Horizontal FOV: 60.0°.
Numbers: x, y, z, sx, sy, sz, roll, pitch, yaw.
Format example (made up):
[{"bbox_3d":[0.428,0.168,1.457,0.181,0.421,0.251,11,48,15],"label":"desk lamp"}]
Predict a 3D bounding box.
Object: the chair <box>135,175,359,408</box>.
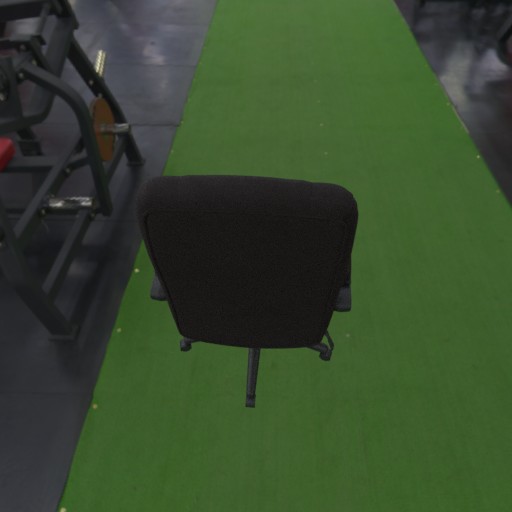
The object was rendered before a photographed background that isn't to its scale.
[{"bbox_3d":[0.000,0.000,1.586,0.667,1.105,0.724,3,45,3],"label":"chair"}]
